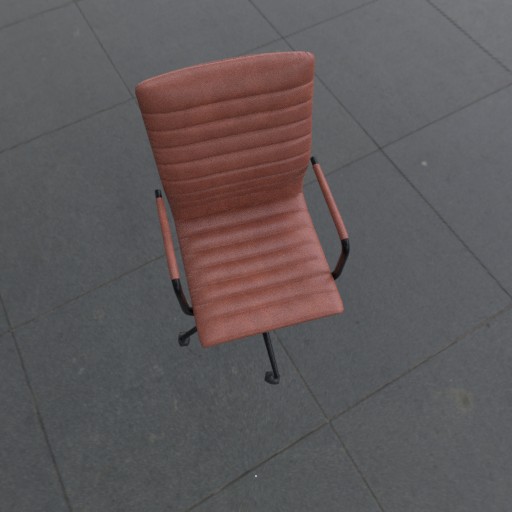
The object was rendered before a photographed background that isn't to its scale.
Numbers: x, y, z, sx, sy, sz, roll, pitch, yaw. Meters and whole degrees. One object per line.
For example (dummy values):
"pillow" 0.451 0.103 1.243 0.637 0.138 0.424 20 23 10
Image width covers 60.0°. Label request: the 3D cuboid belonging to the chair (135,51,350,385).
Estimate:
"chair" 0.000 0.000 1.259 0.600 0.878 0.578 -13 64 -6
